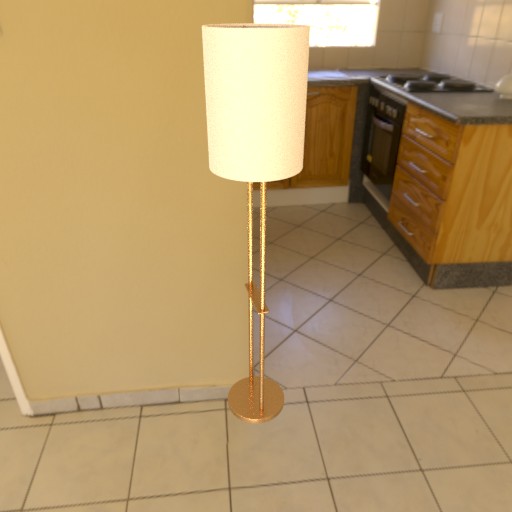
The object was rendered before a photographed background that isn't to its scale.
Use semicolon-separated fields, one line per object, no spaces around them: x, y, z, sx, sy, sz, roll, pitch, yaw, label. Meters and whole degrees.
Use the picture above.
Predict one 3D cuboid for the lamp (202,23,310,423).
0.000;0.000;1.624;0.305;1.500;0.306;-8;31;-14;lamp
